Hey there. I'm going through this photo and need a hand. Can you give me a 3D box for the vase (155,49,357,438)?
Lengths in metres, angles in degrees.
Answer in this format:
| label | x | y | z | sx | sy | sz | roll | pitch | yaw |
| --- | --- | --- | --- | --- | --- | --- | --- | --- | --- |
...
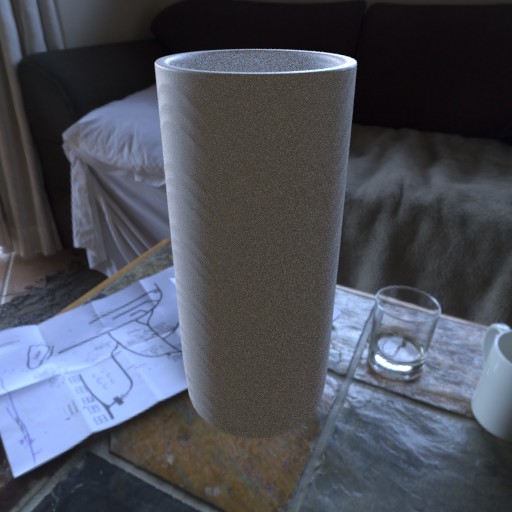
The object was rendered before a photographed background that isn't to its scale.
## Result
| label | x | y | z | sx | sy | sz | roll | pitch | yaw |
| --- | --- | --- | --- | --- | --- | --- | --- | --- | --- |
| vase | 0.000 | 0.000 | 0.386 | 0.143 | 0.316 | 0.143 | 0 | 30 | 0 |
